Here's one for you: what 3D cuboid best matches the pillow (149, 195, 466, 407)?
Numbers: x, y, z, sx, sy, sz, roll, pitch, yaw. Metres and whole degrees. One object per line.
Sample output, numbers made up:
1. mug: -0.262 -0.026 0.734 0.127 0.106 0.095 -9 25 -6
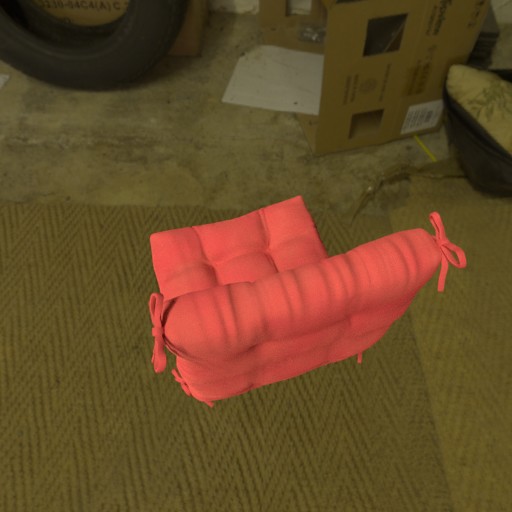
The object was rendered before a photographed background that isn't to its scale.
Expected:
1. pillow: 0.000 0.000 0.997 0.519 0.605 0.571 -16 60 -10
